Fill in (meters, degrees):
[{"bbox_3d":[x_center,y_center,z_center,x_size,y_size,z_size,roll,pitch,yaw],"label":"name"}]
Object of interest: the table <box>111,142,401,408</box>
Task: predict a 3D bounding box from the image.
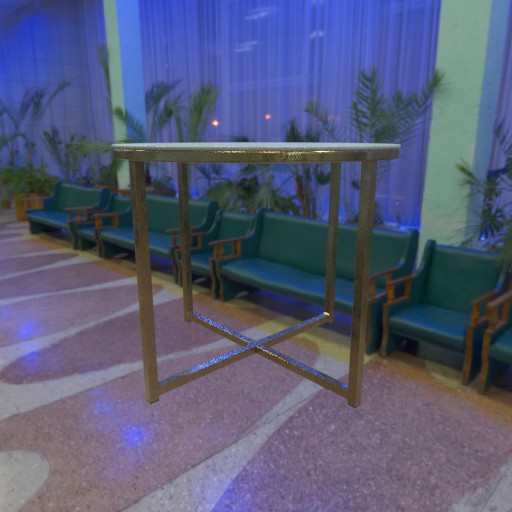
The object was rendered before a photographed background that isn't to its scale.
[{"bbox_3d":[0.000,0.000,0.857,0.500,0.420,0.500,0,15,0],"label":"table"}]
